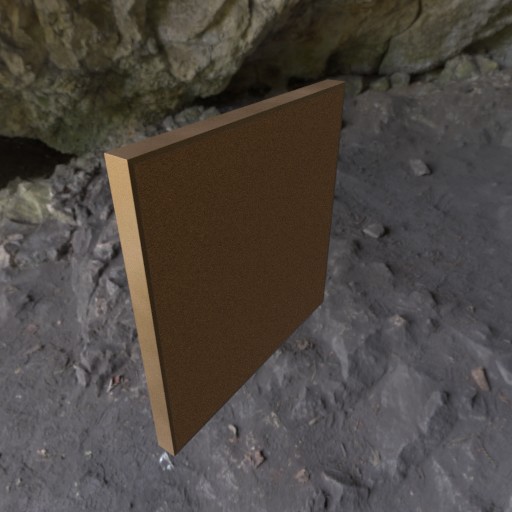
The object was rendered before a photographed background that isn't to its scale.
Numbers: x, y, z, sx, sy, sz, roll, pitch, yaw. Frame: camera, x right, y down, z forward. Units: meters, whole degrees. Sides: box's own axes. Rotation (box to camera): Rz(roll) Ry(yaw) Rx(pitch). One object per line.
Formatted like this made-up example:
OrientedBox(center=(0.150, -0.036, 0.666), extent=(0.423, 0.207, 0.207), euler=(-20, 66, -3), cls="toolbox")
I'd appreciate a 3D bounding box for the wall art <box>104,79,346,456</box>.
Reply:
OrientedBox(center=(0.000, 0.000, 0.784), extent=(0.038, 0.511, 0.513), euler=(21, 38, 30), cls="wall art")
